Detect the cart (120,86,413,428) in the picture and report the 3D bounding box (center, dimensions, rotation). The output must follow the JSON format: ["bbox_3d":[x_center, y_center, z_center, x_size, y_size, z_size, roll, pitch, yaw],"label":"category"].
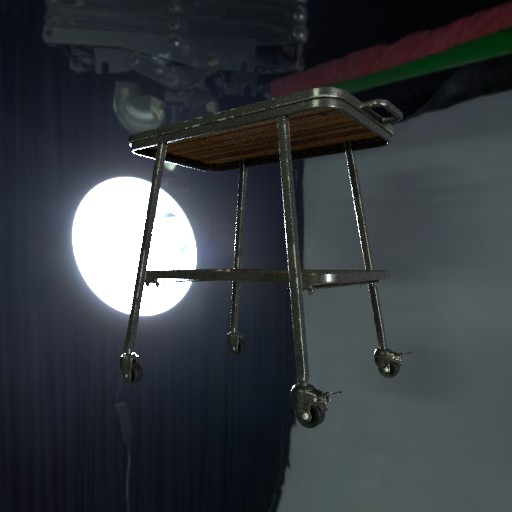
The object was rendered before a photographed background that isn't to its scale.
[{"bbox_3d":[0.000,0.000,1.266,0.806,0.700,0.515,-1,-1,36],"label":"cart"}]
